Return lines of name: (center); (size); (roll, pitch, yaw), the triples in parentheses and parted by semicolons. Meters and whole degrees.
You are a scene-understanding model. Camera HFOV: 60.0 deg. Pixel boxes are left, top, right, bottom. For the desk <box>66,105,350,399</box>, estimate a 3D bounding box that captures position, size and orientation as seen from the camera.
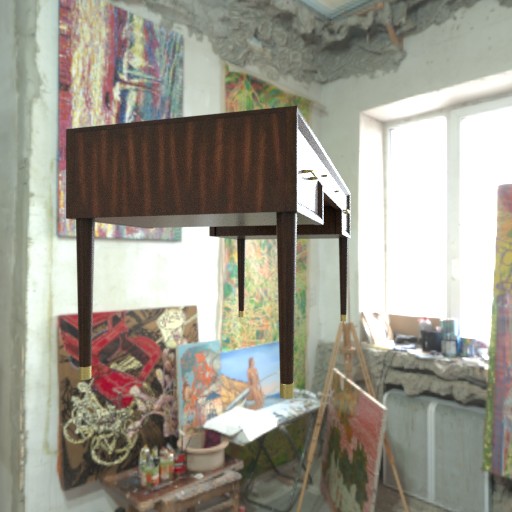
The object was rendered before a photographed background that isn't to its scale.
desk: (0.000, 0.000, 1.988); (0.724, 0.762, 1.575); (0, 0, 17)
